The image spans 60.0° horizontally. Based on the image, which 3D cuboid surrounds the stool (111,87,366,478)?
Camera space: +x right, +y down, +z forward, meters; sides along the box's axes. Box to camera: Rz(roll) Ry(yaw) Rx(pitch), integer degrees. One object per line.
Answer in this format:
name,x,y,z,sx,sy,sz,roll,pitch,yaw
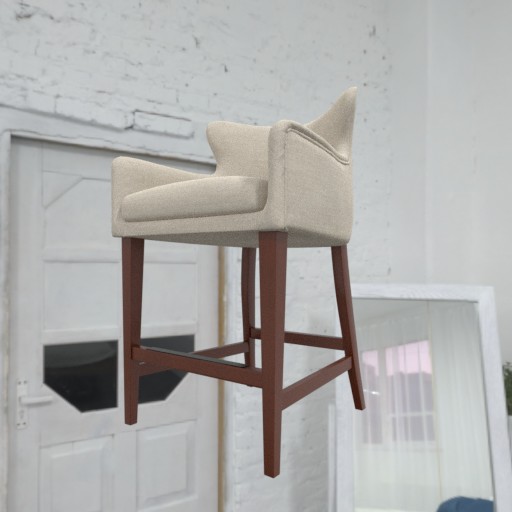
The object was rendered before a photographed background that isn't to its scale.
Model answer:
stool,0.000,0.000,1.363,0.615,0.987,0.637,0,0,37
